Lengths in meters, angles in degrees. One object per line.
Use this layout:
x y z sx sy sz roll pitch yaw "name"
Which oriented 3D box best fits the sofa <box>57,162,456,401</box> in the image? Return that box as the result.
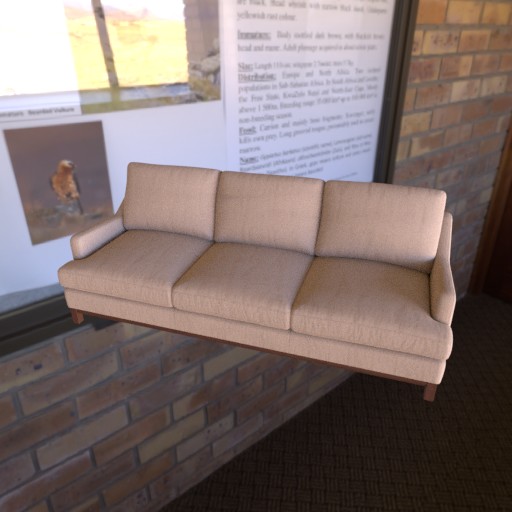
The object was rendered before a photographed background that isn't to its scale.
0.000 0.000 2.831 2.321 0.913 1.000 8 28 16 "sofa"
